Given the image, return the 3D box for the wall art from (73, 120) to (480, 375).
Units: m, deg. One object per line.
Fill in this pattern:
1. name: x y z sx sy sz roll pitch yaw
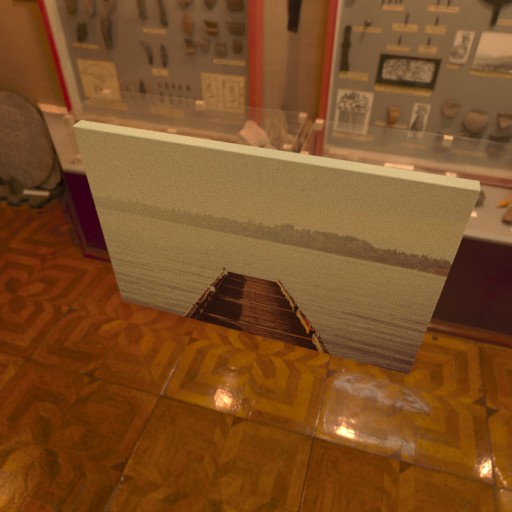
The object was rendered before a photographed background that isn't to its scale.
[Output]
1. wall art: 0.000 0.000 1.166 0.916 0.609 0.037 12 42 14
